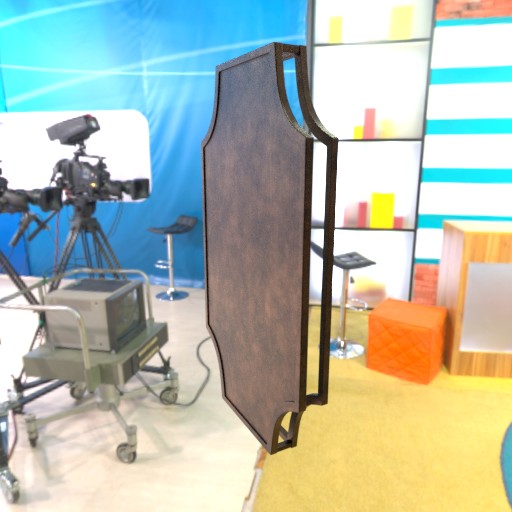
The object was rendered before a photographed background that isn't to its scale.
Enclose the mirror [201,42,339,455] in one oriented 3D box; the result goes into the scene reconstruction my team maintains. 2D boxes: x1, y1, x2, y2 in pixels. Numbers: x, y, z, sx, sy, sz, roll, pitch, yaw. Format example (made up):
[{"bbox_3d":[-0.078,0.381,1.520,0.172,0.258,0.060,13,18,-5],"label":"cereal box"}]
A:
[{"bbox_3d":[0.000,0.000,0.973,0.066,0.811,0.462,-7,15,-27],"label":"mirror"}]
